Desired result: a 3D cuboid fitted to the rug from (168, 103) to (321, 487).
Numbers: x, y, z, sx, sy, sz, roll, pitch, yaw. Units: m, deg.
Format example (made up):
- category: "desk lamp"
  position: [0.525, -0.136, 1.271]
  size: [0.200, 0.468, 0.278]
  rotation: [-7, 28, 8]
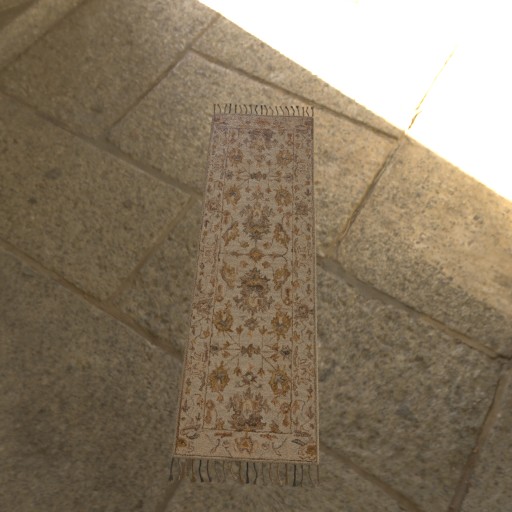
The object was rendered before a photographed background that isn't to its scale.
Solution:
- category: "rug"
  position: [0.000, 0.000, 2.648]
  size: [0.729, 0.021, 2.438]
  rotation: [2, 63, 1]
